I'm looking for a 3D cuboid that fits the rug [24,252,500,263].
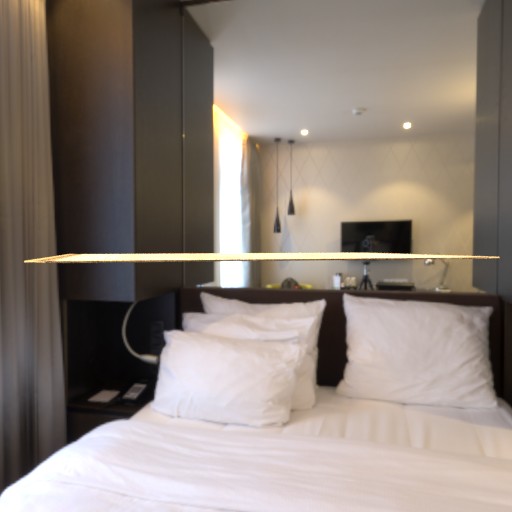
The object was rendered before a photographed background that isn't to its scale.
[{"bbox_3d":[0.000,0.000,4.061,3.422,0.015,2.143,0,1,-16],"label":"rug"}]
